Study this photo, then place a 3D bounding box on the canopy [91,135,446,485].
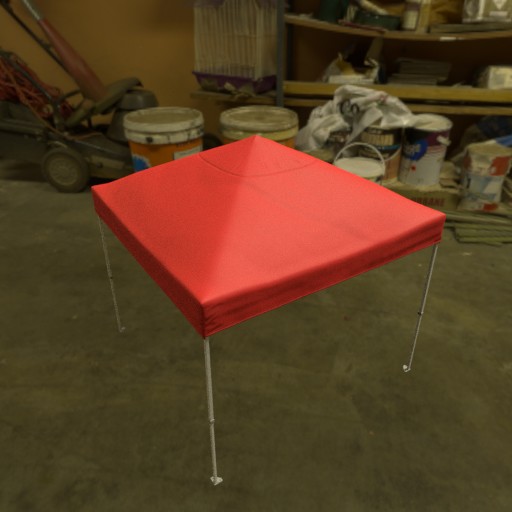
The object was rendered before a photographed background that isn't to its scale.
[{"bbox_3d":[0.000,0.000,5.519,2.996,2.997,2.998,-18,34,-29],"label":"canopy"}]
